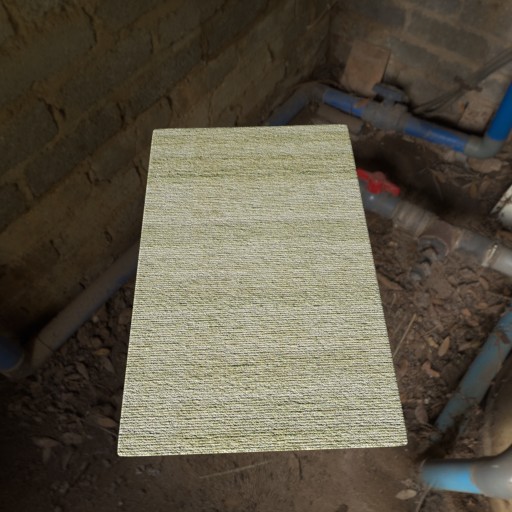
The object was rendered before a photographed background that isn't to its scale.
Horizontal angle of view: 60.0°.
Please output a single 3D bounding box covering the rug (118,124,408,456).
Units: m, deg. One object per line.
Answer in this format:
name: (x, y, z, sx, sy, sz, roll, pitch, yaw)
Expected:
rug: (0.000, 0.000, 2.168, 1.143, 0.010, 1.758, -2, 60, -1)
